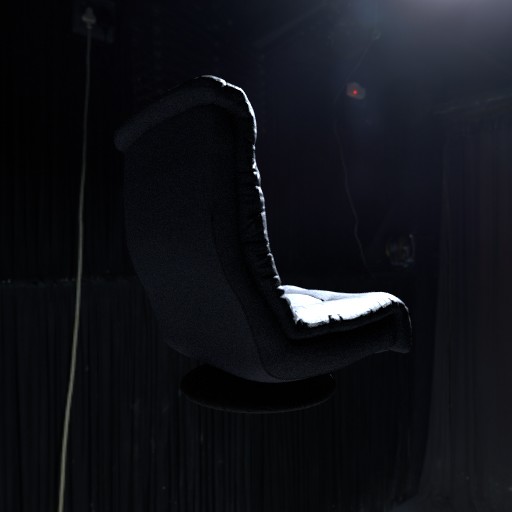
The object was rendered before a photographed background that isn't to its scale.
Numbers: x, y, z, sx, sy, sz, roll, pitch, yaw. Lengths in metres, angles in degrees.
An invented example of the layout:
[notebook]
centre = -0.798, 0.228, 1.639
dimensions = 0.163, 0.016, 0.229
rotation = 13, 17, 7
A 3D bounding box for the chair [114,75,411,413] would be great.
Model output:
[chair]
centre = 0.000, 0.000, 1.253
dimensions = 0.668, 0.749, 0.597
rotation = 0, 0, -36
